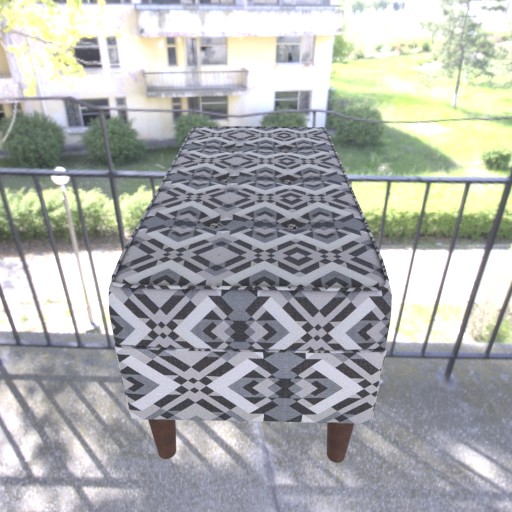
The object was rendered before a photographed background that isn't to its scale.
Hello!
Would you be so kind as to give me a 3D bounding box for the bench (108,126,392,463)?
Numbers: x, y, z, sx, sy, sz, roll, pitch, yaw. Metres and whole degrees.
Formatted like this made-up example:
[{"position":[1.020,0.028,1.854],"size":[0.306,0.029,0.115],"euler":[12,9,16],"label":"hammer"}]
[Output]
[{"position":[0.000,0.000,1.256],"size":[0.492,0.477,1.016],"euler":[1,31,1],"label":"bench"}]
